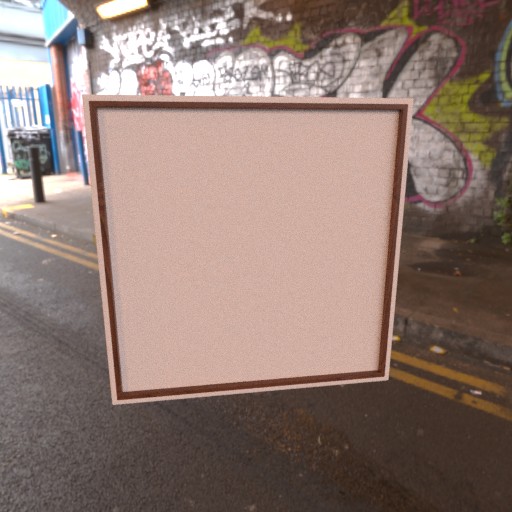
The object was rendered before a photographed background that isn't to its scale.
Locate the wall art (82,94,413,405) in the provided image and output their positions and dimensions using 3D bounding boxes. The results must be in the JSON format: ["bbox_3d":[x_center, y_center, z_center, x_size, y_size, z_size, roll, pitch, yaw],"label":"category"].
[{"bbox_3d":[0.000,0.000,1.490,1.009,1.009,0.049,-2,16,-9],"label":"wall art"}]
